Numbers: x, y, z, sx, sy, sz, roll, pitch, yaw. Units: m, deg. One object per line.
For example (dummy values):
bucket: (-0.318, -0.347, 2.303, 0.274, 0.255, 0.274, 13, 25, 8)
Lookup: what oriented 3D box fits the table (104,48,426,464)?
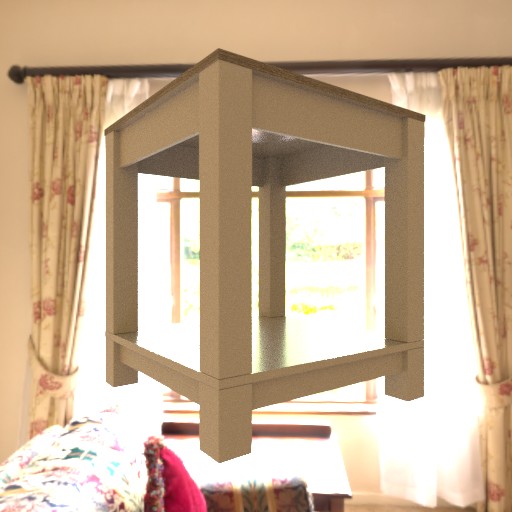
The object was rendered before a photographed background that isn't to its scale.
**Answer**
table: (0.000, 0.000, 0.978, 0.504, 0.587, 0.506, 0, 0, -36)
